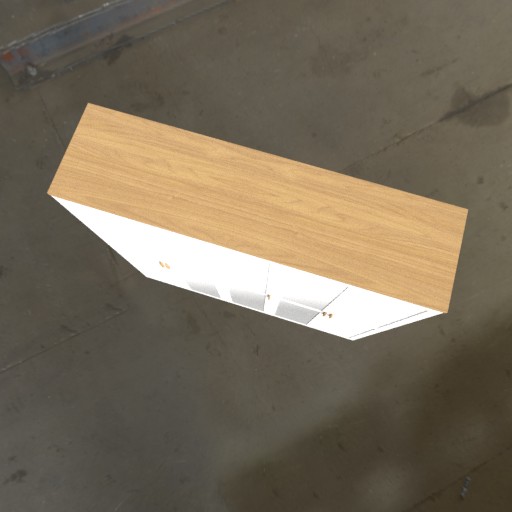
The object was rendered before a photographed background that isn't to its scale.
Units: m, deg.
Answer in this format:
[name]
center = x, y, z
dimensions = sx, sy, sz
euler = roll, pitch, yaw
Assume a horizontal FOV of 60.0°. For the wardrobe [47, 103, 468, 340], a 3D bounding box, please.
[wardrobe]
center = 0.000, 0.000, 3.441
dimensions = 2.160, 2.260, 0.590
euler = 17, 76, 4
